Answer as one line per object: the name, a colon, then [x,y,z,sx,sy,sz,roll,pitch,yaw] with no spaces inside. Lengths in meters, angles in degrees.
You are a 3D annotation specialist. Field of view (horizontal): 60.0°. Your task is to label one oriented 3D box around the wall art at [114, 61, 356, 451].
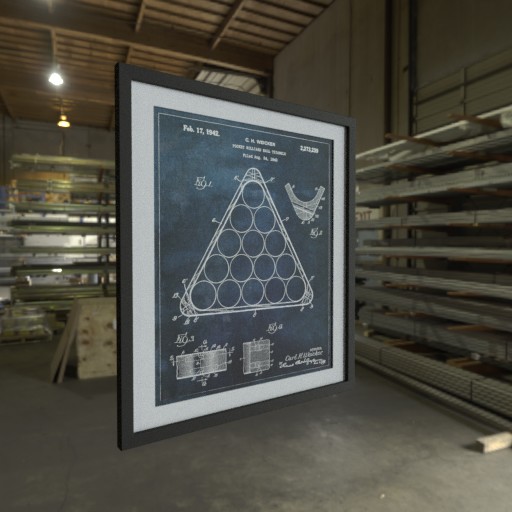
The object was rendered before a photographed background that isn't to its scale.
wall art: [0.000,0.000,1.208,0.755,0.863,0.028,-1,2,-35]
